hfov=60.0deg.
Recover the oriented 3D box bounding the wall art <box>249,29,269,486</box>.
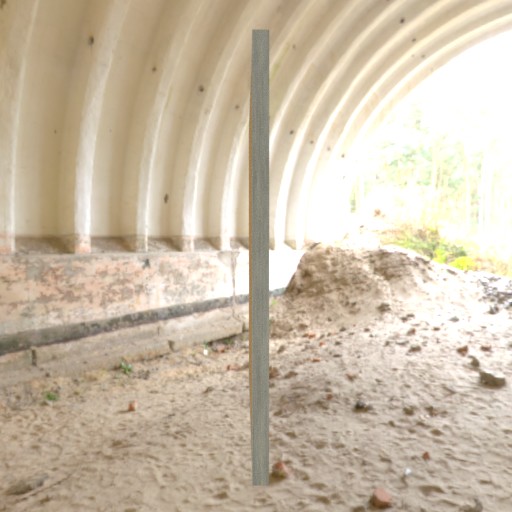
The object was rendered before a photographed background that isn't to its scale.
[{"bbox_3d":[0.000,0.000,0.805,0.022,0.582,0.479,0,1,-1],"label":"wall art"}]
